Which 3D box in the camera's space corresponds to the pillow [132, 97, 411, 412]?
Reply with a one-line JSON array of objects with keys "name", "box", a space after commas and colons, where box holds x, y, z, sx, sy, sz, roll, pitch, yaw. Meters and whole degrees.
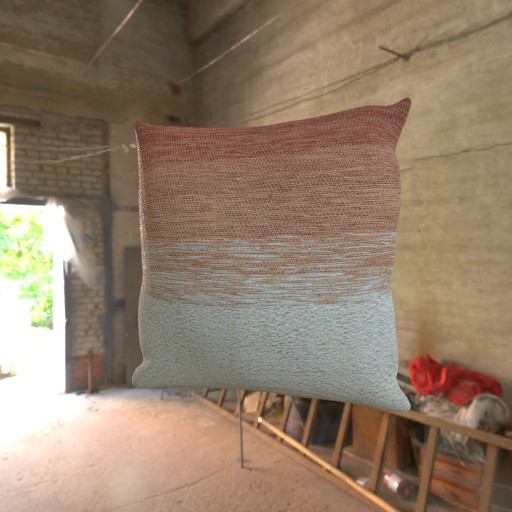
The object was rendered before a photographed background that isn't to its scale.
[{"name": "pillow", "box": [0.000, 0.000, 0.664, 0.440, 0.441, 0.182, 0, 1, 18]}]
